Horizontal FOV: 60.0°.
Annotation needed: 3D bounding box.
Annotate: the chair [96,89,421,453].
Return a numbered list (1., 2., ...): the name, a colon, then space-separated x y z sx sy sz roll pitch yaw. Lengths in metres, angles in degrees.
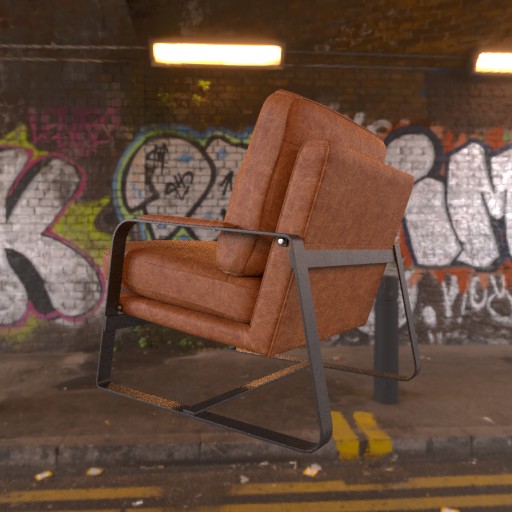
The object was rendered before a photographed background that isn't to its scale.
1. chair: 0.000 0.000 1.354 0.801 0.777 0.651 1 1 36
